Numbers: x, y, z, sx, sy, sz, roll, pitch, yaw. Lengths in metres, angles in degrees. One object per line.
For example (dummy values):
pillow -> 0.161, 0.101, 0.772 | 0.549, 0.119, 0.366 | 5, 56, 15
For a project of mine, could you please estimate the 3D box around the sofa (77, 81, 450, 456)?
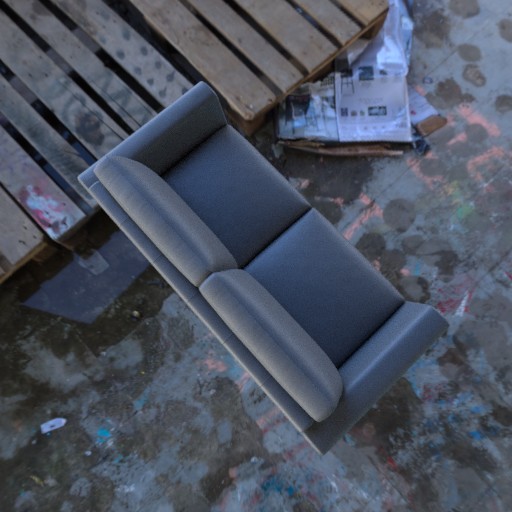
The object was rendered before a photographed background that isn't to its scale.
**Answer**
sofa -> 0.000, 0.000, 2.575 | 0.953, 0.875, 2.017 | -42, 79, -10
